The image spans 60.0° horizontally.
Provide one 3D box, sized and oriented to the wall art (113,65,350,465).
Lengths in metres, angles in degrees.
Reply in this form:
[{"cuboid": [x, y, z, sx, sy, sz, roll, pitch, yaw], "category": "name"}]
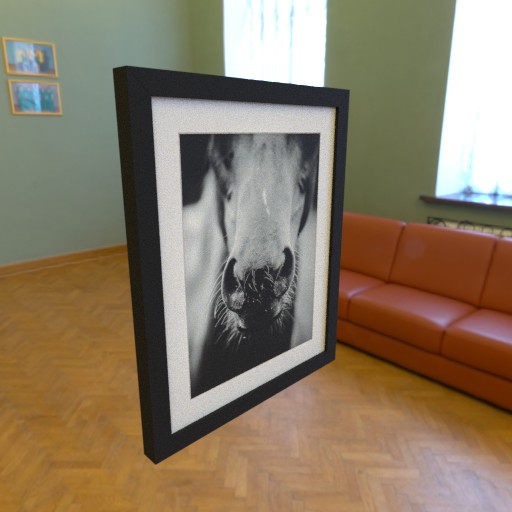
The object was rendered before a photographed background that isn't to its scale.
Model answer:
[{"cuboid": [0.000, 0.000, 0.758, 0.457, 0.559, 0.033, -15, 22, -42], "category": "wall art"}]
